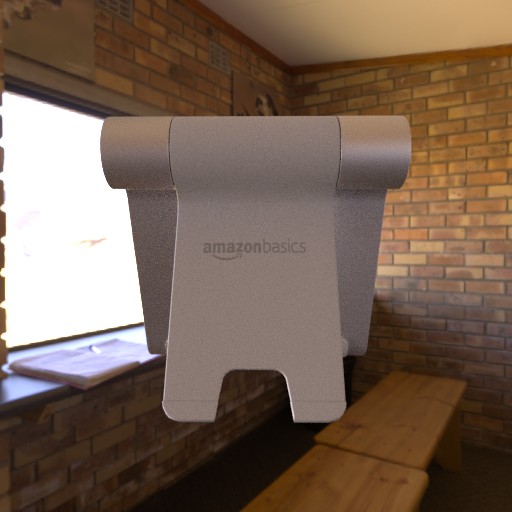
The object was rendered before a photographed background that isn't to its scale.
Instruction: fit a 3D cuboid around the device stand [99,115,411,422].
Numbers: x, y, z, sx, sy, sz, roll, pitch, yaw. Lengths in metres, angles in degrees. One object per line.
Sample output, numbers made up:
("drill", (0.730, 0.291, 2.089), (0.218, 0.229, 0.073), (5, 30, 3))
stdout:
("device stand", (0.000, 0.000, 0.151), (0.086, 0.084, 0.079), (0, 2, 1))
